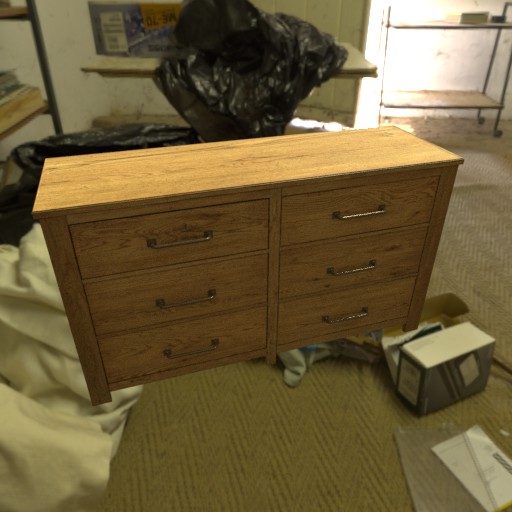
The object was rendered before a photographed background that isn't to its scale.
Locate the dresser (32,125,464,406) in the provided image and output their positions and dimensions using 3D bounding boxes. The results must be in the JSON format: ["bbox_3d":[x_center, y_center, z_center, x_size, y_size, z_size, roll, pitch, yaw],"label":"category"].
[{"bbox_3d":[0.000,0.000,2.067,1.657,0.932,0.563,-10,33,-15],"label":"dresser"}]
